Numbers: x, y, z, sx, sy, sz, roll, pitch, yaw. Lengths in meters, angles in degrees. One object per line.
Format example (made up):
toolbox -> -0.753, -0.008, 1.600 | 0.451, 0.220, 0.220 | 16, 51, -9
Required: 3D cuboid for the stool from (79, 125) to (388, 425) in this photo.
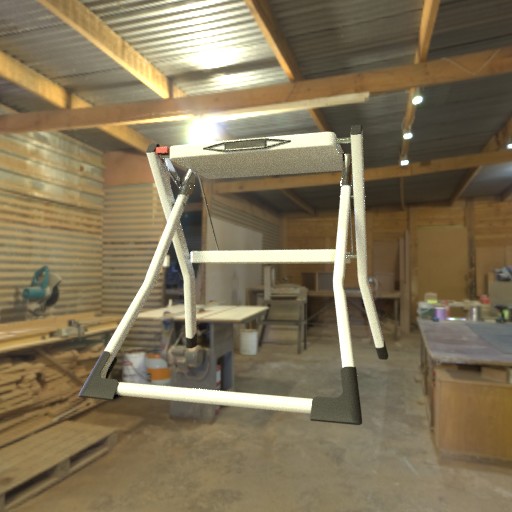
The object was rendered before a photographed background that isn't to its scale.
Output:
stool -> 0.000, 0.000, 0.859 | 0.485, 0.445, 0.490 | -1, -2, 17
